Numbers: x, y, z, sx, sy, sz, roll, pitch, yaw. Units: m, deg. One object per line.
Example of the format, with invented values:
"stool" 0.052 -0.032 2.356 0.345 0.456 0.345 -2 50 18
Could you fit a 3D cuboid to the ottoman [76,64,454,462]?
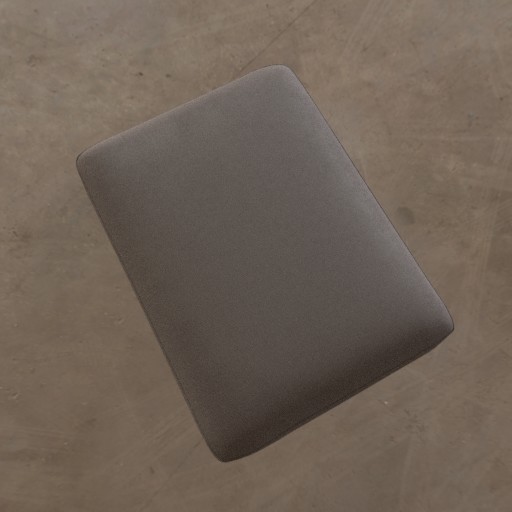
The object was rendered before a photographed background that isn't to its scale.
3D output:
"ottoman" 0.000 0.000 1.164 0.608 0.449 0.811 -27 77 -7
